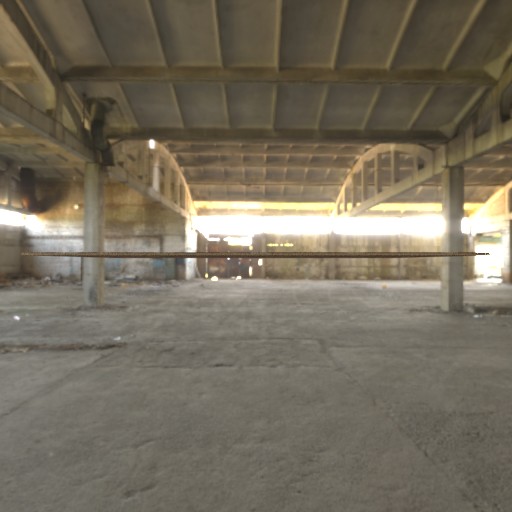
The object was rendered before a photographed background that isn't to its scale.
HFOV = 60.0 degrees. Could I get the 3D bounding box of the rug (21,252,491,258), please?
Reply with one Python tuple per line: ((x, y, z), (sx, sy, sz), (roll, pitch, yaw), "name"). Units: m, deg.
((0.000, 0.000, 2.926), (2.286, 0.016, 1.555), (0, -1, 0), "rug")
